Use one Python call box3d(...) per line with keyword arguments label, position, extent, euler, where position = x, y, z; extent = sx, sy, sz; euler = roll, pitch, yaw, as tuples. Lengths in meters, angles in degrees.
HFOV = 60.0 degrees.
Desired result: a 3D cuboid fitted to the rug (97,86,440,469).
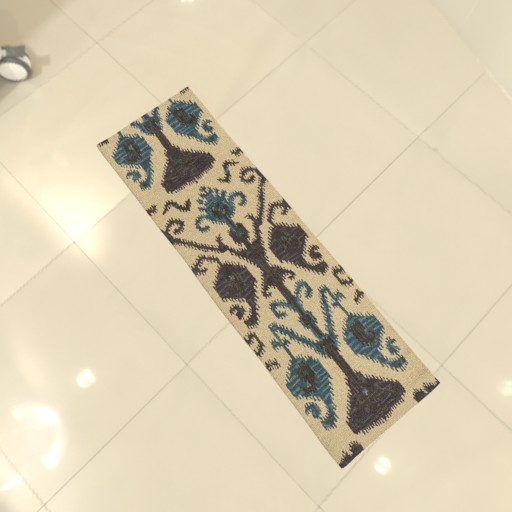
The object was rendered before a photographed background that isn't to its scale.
box3d(label="rug", position=(0.000, 0.000, 2.524), extent=(0.692, 0.017, 2.301), euler=(-37, 78, -9))
